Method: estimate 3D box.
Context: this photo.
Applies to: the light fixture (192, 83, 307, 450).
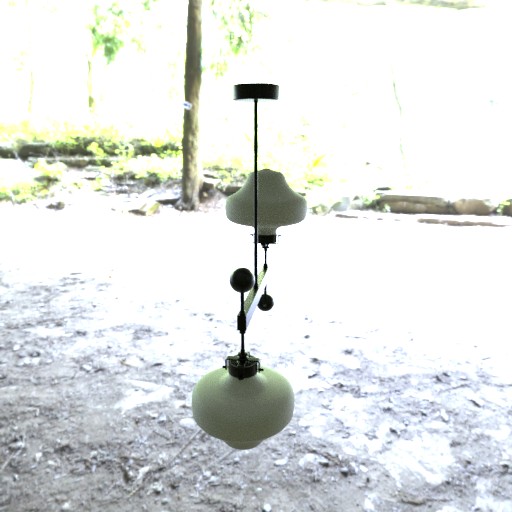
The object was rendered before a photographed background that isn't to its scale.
[{"bbox_3d":[0.000,0.000,1.029,0.422,0.743,0.489,-8,17,-27],"label":"light fixture"}]
